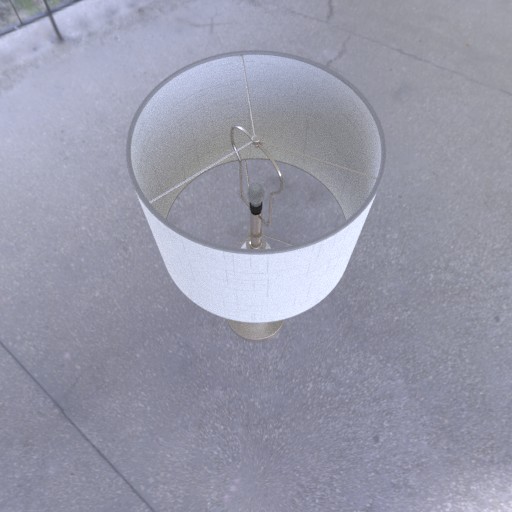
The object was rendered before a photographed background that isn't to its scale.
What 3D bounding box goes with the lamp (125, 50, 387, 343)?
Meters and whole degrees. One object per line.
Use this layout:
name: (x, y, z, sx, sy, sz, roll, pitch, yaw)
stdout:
lamp: (0.000, 0.000, 0.726, 0.280, 0.559, 0.282, -34, 68, -16)
